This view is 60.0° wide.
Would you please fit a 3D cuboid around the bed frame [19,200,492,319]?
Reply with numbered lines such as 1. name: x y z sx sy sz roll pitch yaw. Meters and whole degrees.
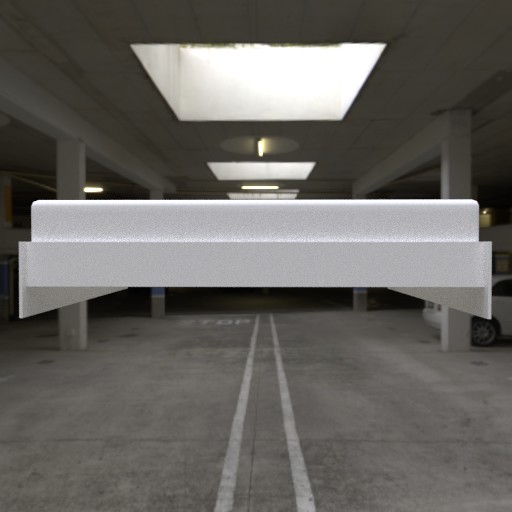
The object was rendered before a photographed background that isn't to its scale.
1. bed frame: 0.000 0.000 2.546 1.945 0.497 1.445 0 1 1
